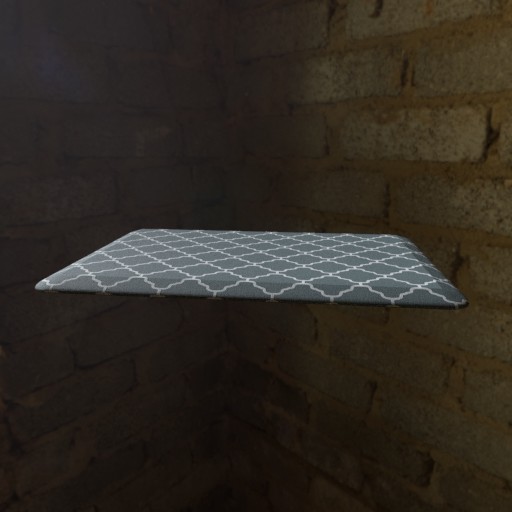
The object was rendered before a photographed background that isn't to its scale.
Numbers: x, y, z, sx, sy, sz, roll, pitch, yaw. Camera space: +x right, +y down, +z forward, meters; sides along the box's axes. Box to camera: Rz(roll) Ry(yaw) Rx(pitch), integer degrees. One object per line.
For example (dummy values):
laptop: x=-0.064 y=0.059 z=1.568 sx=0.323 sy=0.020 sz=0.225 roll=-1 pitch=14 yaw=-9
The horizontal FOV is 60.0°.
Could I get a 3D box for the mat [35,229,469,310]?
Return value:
mat: x=0.000 y=0.000 z=0.985 sx=0.762 sy=0.021 sz=0.508 roll=2 pitch=15 yaw=6
